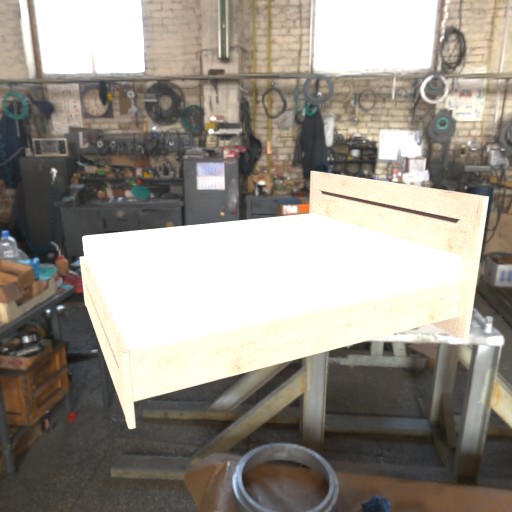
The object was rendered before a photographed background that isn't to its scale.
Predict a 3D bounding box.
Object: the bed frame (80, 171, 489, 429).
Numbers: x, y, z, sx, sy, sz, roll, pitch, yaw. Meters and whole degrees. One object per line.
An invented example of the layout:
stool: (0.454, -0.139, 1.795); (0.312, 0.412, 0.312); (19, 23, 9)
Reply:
bed frame: (0.000, 0.000, 2.982); (2.080, 0.900, 1.800); (-8, 18, -26)
